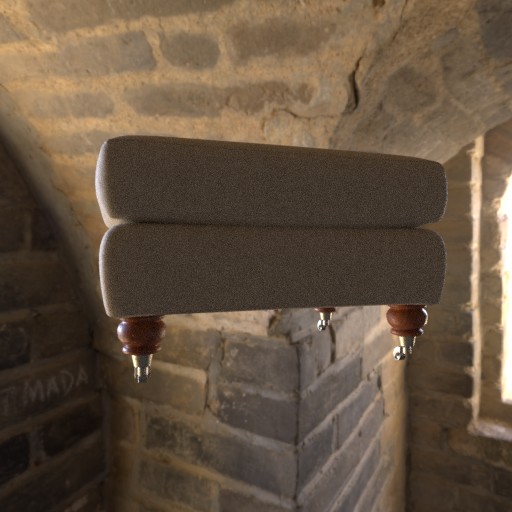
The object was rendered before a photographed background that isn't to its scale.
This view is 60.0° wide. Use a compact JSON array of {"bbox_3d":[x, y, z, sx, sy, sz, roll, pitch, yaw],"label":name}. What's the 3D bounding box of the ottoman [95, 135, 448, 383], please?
[{"bbox_3d":[0.000,0.000,1.150,0.773,0.504,0.569,0,1,-18],"label":"ottoman"}]
